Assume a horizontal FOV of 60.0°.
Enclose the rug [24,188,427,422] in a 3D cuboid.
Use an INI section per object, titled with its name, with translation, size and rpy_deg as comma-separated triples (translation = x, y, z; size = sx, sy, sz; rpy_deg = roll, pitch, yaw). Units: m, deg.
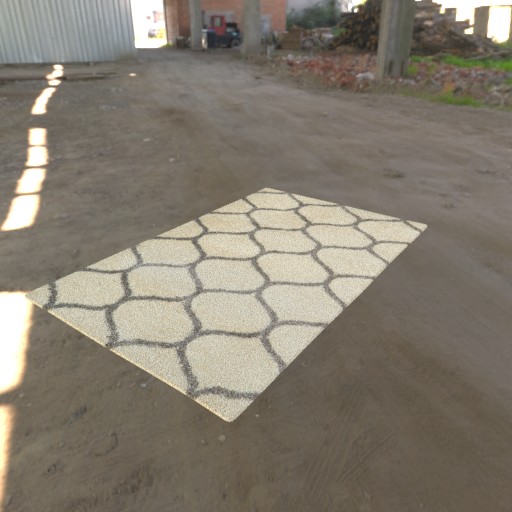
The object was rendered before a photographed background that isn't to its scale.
[rug]
translation = 0.000, 0.000, 2.913
size = 1.501, 0.024, 2.348
rpy_deg = 19, 32, 32
